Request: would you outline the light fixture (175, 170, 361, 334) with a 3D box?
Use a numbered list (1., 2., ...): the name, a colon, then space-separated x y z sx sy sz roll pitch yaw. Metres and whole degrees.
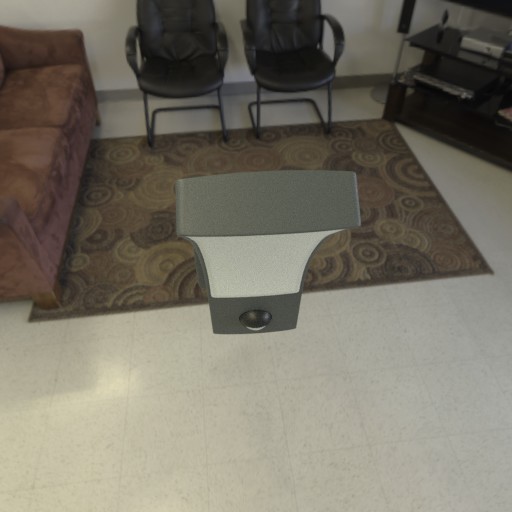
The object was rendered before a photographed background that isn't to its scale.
1. light fixture: 0.000 0.000 0.329 0.108 0.243 0.174 -3 46 -3
